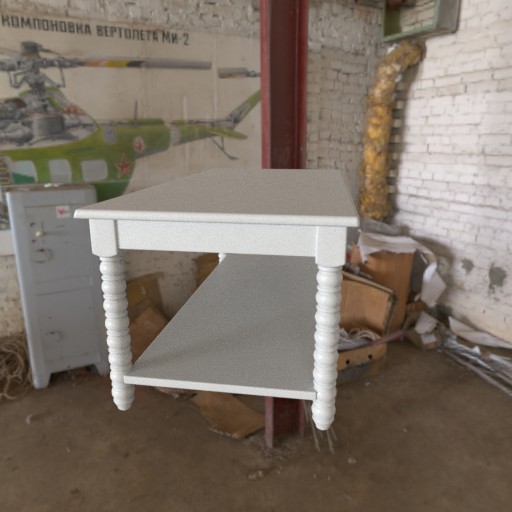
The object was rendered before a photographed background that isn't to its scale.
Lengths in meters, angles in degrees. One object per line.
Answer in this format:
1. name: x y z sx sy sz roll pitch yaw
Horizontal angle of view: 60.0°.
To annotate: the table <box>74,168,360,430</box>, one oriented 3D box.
1. table: 0.000 0.000 1.476 0.580 0.487 1.171 2 15 9
